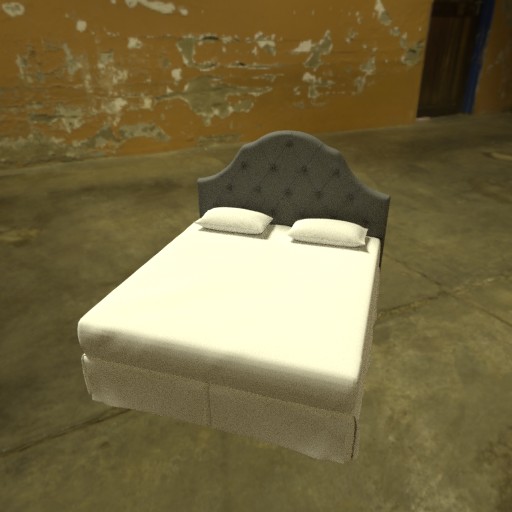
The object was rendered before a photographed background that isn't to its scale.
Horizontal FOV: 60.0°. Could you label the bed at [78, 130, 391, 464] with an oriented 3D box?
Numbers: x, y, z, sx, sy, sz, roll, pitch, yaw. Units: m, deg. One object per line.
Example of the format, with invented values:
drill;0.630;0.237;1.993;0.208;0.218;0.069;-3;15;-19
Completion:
bed;0.000;0.000;3.588;2.008;1.615;2.214;8;27;16
